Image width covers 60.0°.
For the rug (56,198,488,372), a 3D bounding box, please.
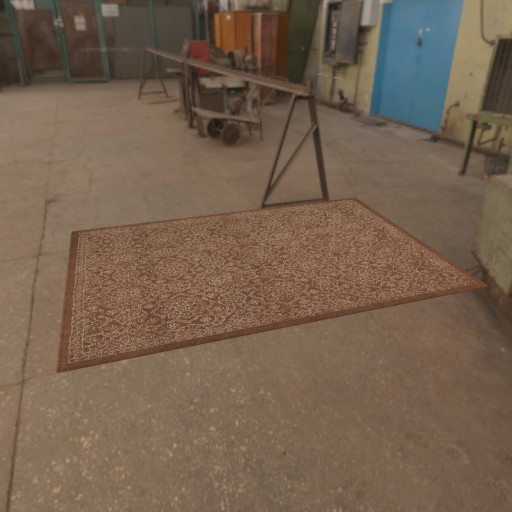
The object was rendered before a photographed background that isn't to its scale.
[{"bbox_3d":[0.000,0.000,2.275,1.829,0.010,1.219,-9,29,-16],"label":"rug"}]
